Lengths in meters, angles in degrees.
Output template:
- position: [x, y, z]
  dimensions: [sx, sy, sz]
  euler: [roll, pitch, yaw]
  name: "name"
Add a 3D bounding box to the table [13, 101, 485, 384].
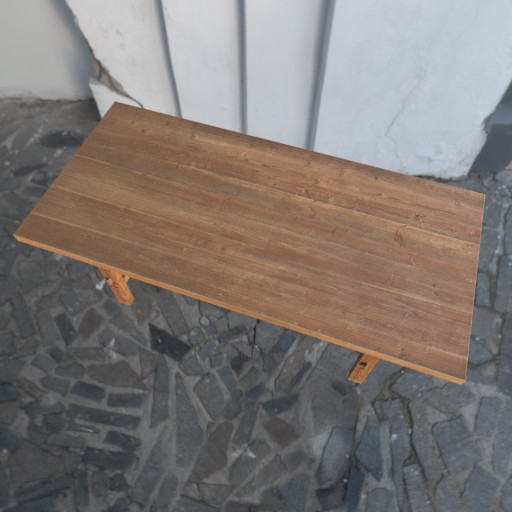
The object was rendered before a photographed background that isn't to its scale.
- position: [0.000, 0.000, 2.395]
  dimensions: [2.003, 0.760, 0.952]
  euler: [17, 60, 10]
  name: "table"
